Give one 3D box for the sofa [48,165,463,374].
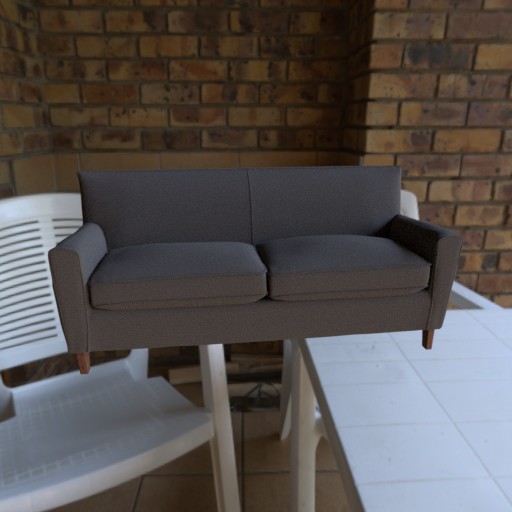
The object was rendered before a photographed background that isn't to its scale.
[{"bbox_3d":[0.000,0.000,2.475,2.002,0.907,0.843,-2,17,-8],"label":"sofa"}]
